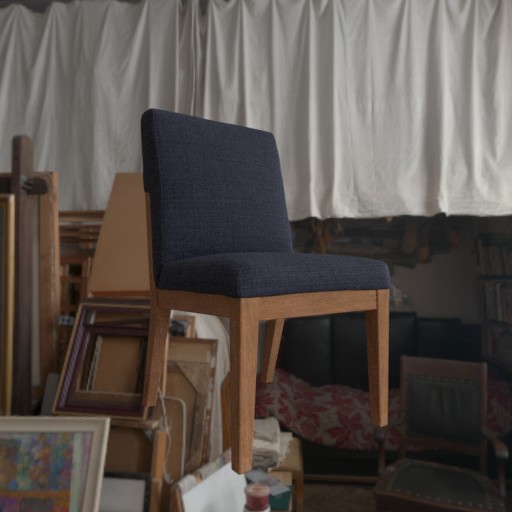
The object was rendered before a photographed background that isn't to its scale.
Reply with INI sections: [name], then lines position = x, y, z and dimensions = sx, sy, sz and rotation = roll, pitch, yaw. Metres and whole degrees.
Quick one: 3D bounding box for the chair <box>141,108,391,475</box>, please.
[chair]
position = 0.000, 0.000, 1.280
dimensions = 0.507, 0.911, 0.586
rotation = 0, 0, -35
